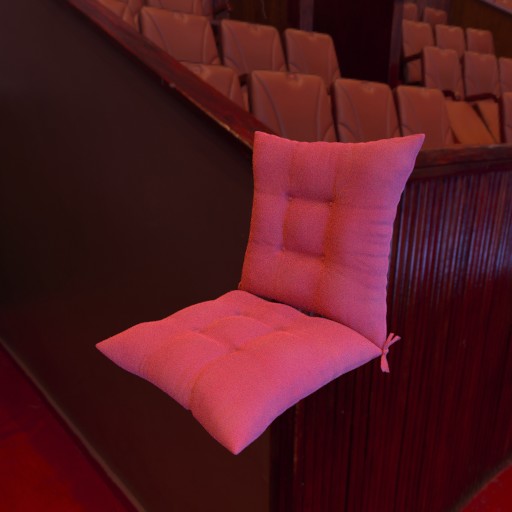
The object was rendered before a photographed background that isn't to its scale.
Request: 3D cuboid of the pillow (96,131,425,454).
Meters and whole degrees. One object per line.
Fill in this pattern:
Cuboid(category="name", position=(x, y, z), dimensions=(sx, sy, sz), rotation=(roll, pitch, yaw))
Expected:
Cuboid(category="pillow", position=(0.000, 0.000, 1.008), dimensions=(0.585, 0.536, 0.541), rotation=(-16, 23, -42))
